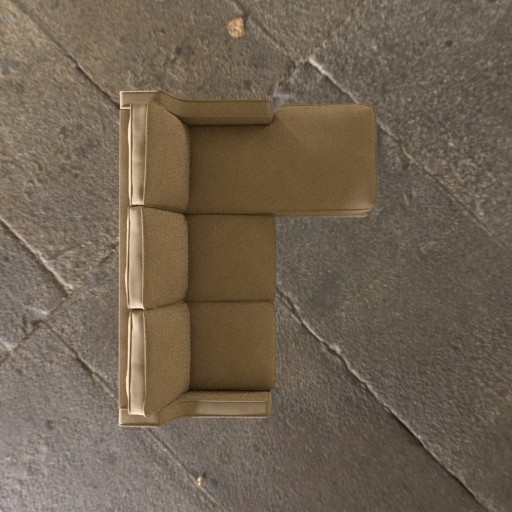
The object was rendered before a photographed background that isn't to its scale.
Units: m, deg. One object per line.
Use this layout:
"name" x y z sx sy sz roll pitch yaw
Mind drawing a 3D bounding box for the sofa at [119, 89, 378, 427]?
"sofa" 0.000 0.000 3.332 1.858 1.066 2.317 0 89 2
